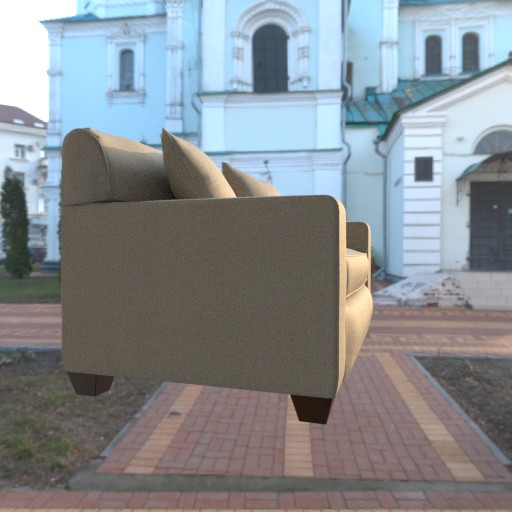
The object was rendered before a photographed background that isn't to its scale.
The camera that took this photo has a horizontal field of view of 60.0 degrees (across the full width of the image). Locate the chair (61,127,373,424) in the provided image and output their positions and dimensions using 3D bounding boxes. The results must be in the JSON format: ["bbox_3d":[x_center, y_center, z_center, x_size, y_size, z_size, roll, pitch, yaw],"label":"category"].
[{"bbox_3d":[0.000,0.000,2.017,1.000,0.948,1.383,0,1,18],"label":"chair"}]
